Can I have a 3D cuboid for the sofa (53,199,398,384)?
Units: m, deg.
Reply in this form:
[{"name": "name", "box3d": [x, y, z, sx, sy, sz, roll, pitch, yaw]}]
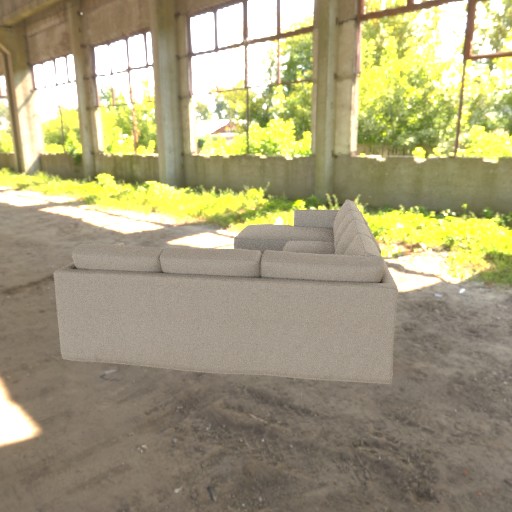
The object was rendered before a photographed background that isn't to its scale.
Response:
[{"name": "sofa", "box3d": [0.000, 0.000, 4.723, 2.476, 0.878, 3.528, 2, 14, 9]}]
